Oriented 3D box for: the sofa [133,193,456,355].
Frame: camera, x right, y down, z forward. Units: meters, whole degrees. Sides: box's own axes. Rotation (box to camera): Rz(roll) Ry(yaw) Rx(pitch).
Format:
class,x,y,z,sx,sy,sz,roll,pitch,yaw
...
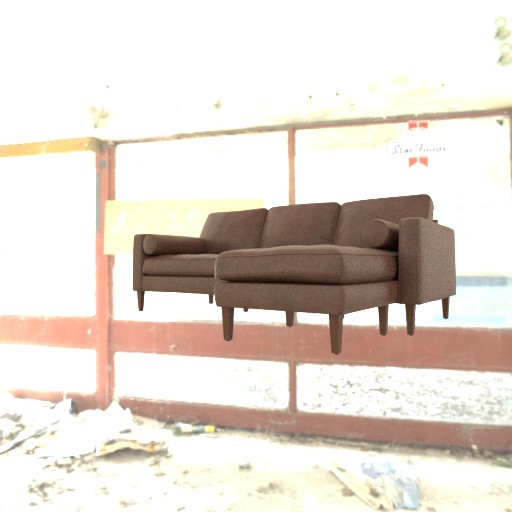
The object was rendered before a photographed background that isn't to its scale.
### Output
class,x,y,z,sx,sy,sz,roll,pitch,yaw
sofa,0.000,0.000,2.922,2.185,0.841,1.613,-1,-1,35
